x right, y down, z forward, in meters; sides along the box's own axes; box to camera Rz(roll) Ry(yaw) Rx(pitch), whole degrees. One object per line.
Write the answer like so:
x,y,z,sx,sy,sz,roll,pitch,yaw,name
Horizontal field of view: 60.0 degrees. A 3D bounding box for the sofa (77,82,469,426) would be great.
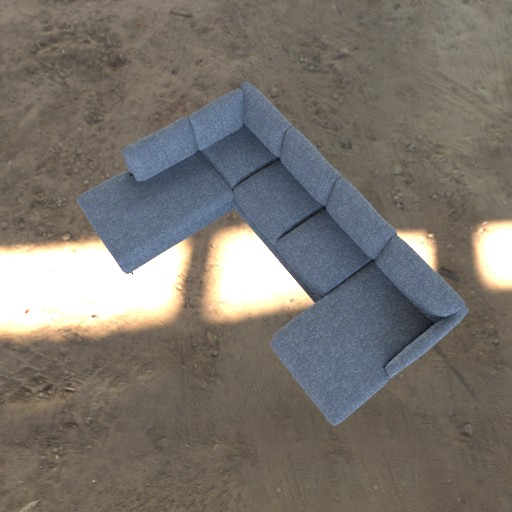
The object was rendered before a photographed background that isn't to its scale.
0.000,0.000,3.581,1.879,0.756,2.737,-34,70,-14,sofa
